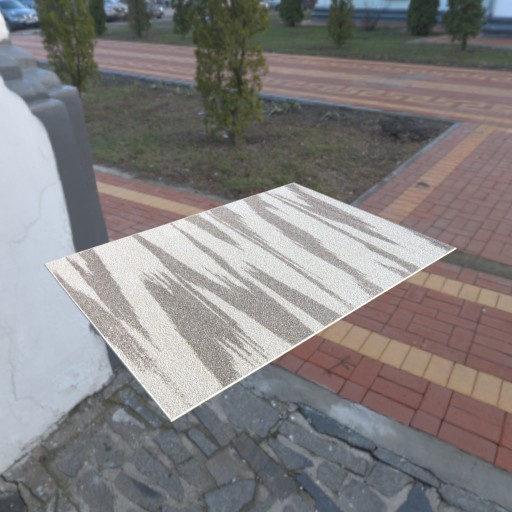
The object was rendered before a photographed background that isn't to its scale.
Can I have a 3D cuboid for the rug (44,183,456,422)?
[{"bbox_3d":[0.000,0.000,2.812,2.142,0.010,1.533,-23,37,-34],"label":"rug"}]
